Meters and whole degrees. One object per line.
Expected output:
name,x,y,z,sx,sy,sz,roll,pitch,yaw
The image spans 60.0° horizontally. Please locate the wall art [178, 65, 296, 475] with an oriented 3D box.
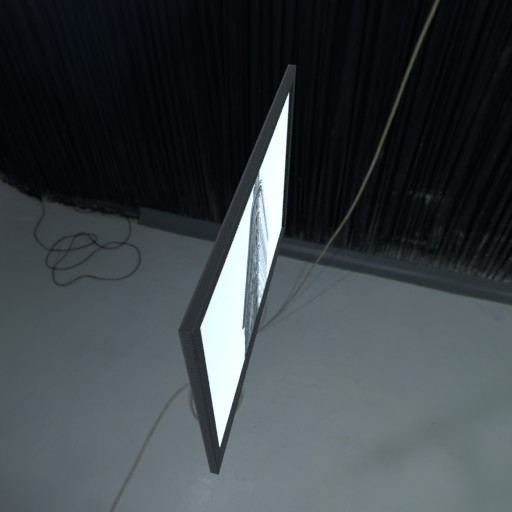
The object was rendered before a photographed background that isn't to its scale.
wall art,0.000,0.000,1.237,0.049,0.659,0.964,11,48,10
